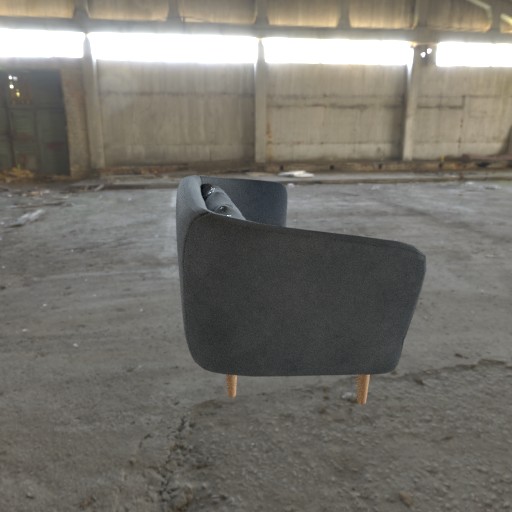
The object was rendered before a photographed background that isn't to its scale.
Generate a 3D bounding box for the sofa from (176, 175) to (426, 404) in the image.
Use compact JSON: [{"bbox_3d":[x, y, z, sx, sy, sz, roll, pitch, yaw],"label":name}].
[{"bbox_3d":[0.000,0.000,2.463,0.849,0.795,2.095,-2,15,-9],"label":"sofa"}]
